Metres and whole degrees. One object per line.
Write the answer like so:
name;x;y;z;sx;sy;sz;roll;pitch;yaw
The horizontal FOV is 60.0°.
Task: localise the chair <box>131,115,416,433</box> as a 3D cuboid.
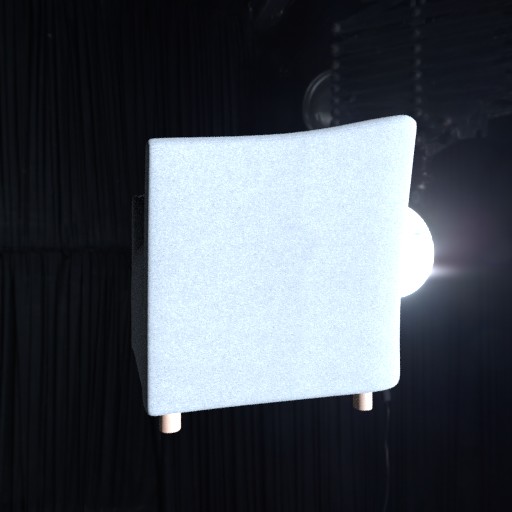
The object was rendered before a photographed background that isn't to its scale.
chair;0.000;0.000;1.315;0.700;0.720;0.790;0;-1;-18
